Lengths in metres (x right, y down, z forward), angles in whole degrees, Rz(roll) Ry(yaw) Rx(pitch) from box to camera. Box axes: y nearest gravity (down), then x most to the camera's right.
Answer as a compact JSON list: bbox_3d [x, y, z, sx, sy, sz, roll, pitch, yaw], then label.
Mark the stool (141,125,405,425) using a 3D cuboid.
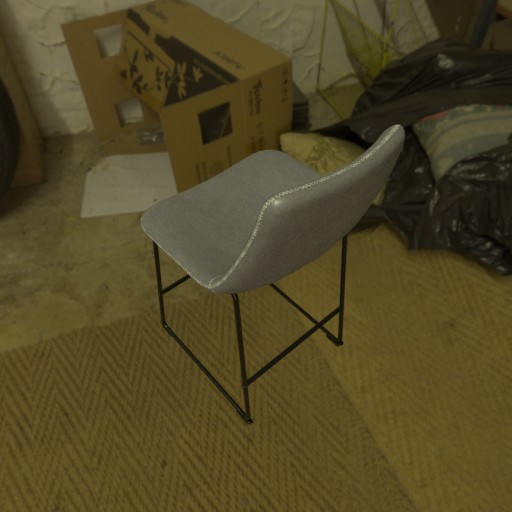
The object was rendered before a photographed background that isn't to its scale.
[{"bbox_3d":[0.000,0.000,1.192,0.470,0.876,0.546,-33,56,-26],"label":"stool"}]
